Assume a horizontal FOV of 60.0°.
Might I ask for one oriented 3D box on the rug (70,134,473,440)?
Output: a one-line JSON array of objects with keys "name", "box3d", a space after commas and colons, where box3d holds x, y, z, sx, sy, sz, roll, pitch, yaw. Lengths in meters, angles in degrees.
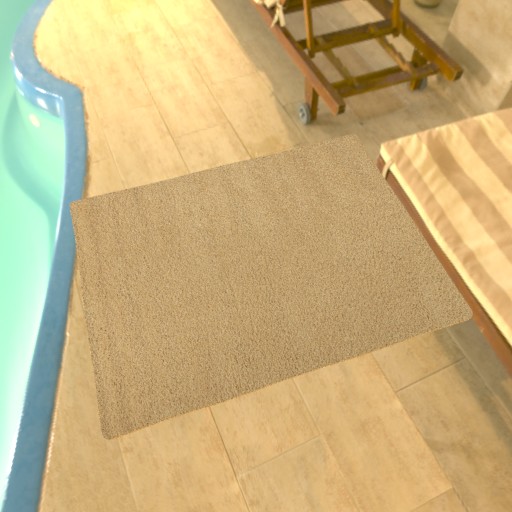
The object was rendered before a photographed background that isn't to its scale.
[{"name": "rug", "box3d": [0.000, 0.000, 2.088, 1.600, 0.025, 1.199, -16, 59, -10]}]
